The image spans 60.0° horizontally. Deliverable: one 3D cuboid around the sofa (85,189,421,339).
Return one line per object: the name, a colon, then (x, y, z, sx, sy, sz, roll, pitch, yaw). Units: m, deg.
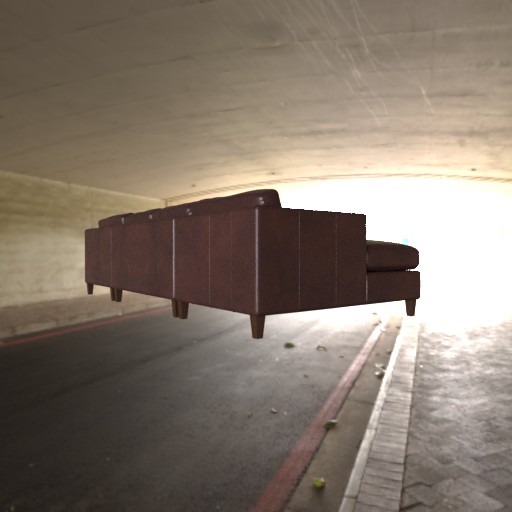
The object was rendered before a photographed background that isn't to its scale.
sofa: (0.000, 0.000, 4.482, 2.452, 0.891, 3.324, 0, 1, -37)
